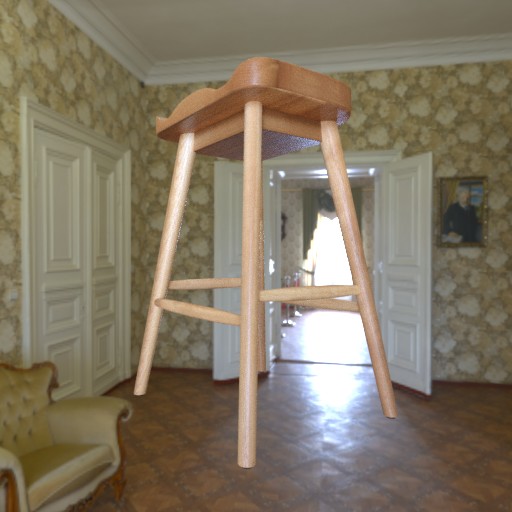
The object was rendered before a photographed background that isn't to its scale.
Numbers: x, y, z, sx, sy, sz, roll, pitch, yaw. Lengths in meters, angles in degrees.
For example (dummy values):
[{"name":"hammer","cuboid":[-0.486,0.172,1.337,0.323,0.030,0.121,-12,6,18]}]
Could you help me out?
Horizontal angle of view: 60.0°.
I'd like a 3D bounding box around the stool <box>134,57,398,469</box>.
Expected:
[{"name":"stool","cuboid":[0.000,0.000,0.912,0.361,0.615,0.440,0,0,-36]}]
